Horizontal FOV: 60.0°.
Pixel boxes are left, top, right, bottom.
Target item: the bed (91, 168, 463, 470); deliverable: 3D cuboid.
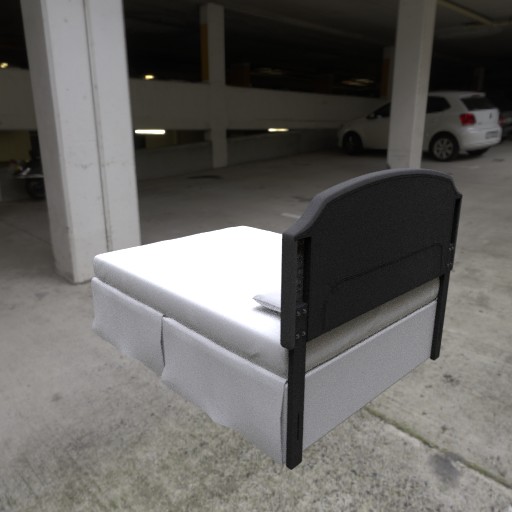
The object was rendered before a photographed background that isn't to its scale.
[{"bbox_3d":[0.000,0.000,2.960,1.558,1.270,1.999,-15,22,-41],"label":"bed"}]
